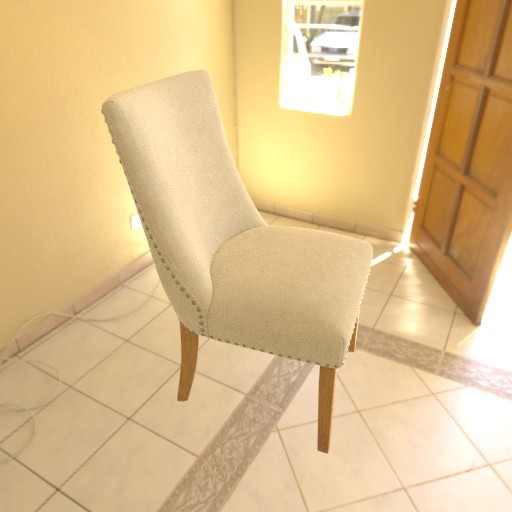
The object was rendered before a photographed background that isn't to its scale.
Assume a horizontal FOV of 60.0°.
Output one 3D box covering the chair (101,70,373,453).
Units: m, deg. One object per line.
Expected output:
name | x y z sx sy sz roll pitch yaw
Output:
chair | 0.000 0.000 1.251 0.610 0.902 0.495 11 32 17
